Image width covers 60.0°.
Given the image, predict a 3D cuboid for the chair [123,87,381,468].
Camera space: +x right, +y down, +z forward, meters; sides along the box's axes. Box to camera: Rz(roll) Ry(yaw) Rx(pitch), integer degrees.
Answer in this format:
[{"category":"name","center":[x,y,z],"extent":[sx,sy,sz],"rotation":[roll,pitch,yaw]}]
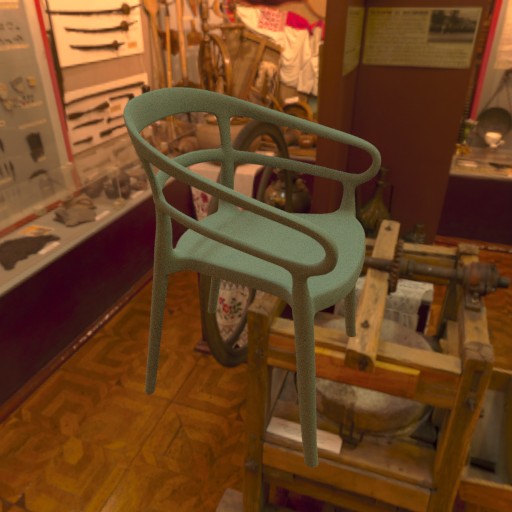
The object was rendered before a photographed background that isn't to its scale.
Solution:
[{"category":"chair","center":[0.000,0.000,1.123],"extent":[0.527,0.761,0.559],"rotation":[11,32,18]}]
